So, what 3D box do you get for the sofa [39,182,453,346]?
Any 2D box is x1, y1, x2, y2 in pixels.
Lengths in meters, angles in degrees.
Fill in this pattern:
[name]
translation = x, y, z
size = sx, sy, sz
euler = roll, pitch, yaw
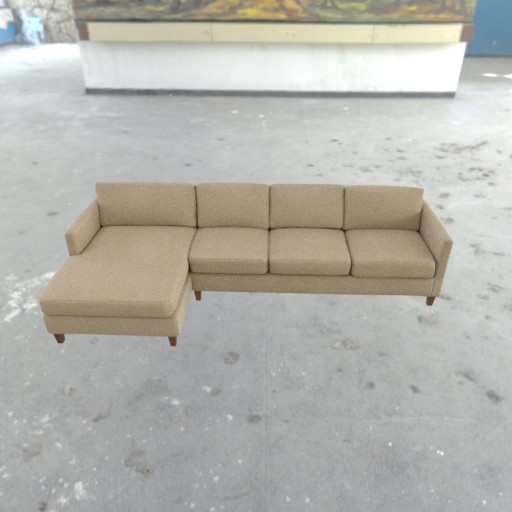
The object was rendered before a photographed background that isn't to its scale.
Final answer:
[sofa]
translation = 0.000, 0.000, 3.794
size = 3.201, 0.876, 1.502
euler = 1, 31, 2
